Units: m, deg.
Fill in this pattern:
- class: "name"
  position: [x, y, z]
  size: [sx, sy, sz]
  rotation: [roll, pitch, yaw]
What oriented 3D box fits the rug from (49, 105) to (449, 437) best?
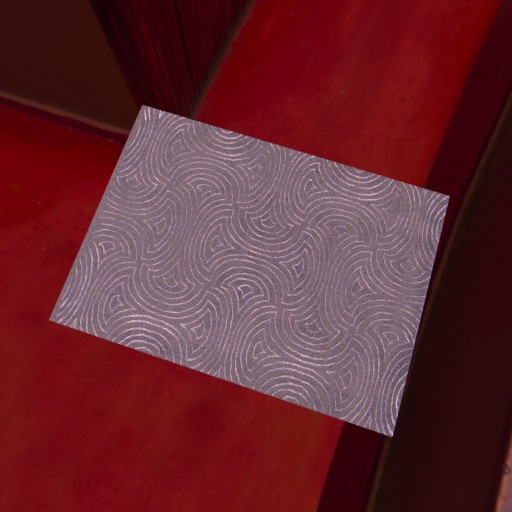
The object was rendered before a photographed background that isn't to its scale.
- class: "rug"
  position: [0.000, 0.000, 2.790]
  size: [2.144, 0.015, 1.543]
  rotation: [18, 77, 4]
